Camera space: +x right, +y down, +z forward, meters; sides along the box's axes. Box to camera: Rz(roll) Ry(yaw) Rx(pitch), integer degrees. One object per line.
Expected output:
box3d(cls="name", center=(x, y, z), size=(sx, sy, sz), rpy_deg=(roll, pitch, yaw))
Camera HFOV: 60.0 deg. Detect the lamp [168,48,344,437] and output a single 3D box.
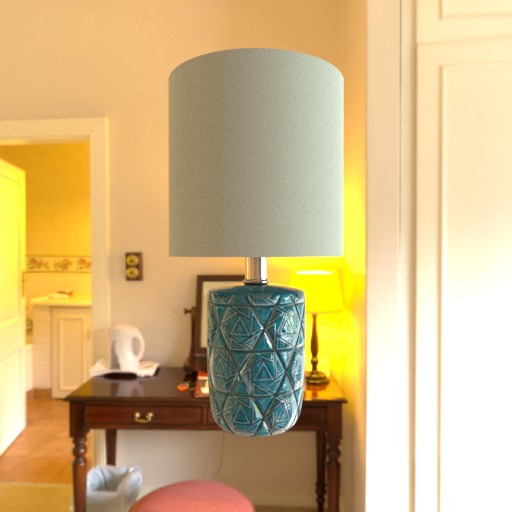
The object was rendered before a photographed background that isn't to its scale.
box3d(cls="lamp", center=(0.000, 0.000, 0.498), size=(0.193, 0.377, 0.193), rpy_deg=(0, 1, -35))
